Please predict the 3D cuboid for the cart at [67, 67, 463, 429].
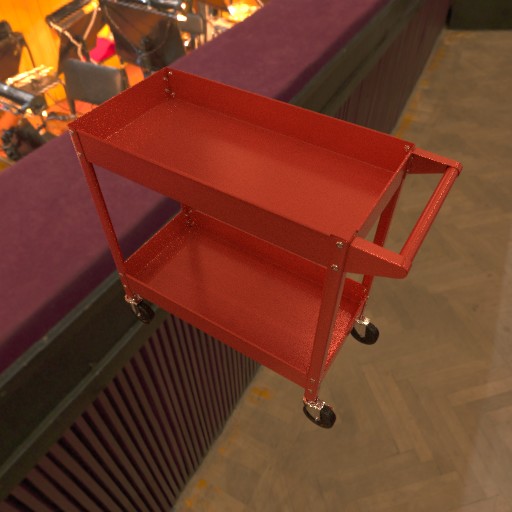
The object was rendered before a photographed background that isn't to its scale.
[{"bbox_3d":[0.000,0.000,1.187,0.779,0.719,0.366,25,52,21],"label":"cart"}]
